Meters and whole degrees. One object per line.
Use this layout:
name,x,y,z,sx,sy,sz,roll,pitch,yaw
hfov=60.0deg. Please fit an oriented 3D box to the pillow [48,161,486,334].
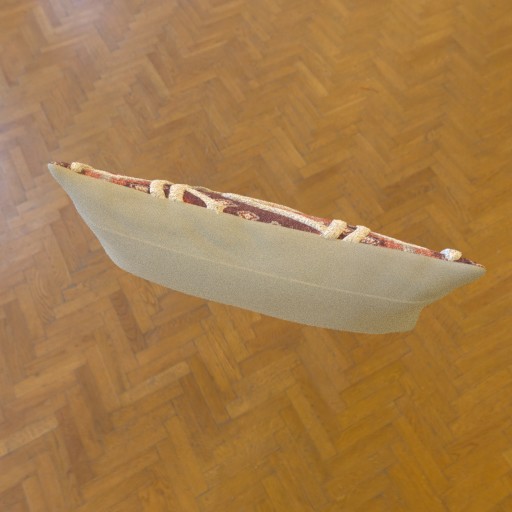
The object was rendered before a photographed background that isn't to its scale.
pillow,0.000,0.000,0.719,0.608,0.295,0.161,14,65,6
